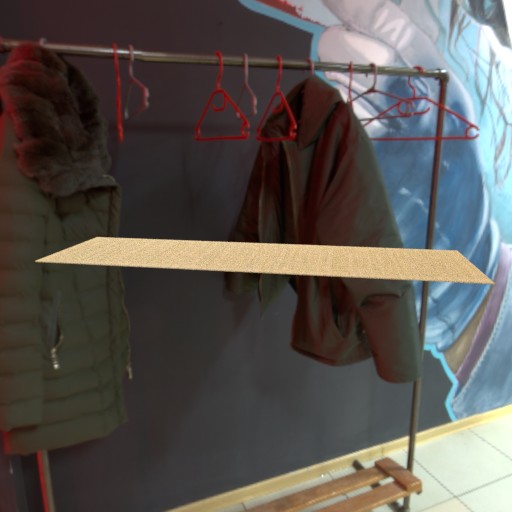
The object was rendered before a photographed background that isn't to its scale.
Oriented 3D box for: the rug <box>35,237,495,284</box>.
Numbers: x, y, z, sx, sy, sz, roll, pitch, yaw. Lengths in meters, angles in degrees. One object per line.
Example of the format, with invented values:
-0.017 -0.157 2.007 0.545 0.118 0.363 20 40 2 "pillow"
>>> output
0.000 0.000 2.651 2.437 0.006 0.686 2 14 10 "rug"
